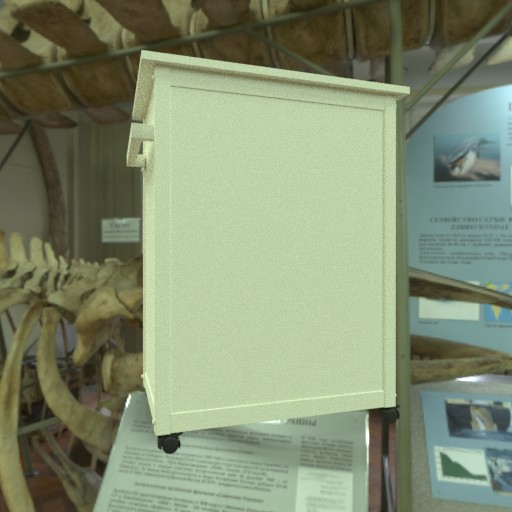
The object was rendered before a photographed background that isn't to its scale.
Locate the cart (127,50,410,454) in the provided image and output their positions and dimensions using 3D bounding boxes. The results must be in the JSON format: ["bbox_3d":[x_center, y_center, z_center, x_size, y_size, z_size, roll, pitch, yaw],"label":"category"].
[{"bbox_3d":[0.000,0.000,1.238,0.683,0.864,0.442,0,0,-18],"label":"cart"}]
